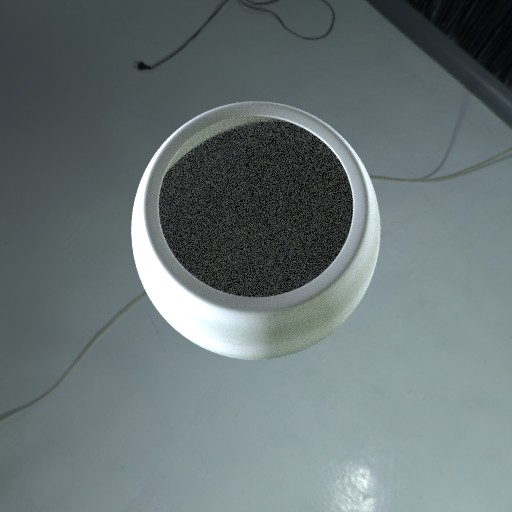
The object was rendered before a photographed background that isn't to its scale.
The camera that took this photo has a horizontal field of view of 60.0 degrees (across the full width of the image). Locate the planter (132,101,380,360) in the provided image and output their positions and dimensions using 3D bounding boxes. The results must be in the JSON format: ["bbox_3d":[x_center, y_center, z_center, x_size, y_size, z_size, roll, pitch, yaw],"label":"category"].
[{"bbox_3d":[0.000,0.000,0.346,0.161,0.224,0.161,0,75,0],"label":"planter"}]
